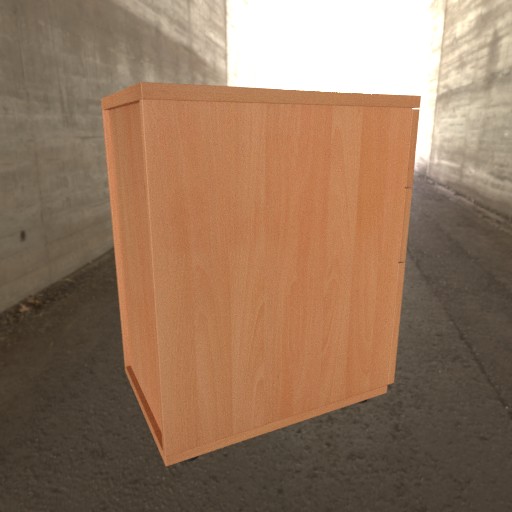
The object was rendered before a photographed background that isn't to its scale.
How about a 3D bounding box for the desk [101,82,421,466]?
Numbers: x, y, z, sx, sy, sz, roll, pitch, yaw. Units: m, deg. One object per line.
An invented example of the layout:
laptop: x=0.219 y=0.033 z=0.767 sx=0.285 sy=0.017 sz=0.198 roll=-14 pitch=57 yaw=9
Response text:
desk: x=0.000 y=0.000 z=1.080 sx=0.600 sy=0.730 sz=0.404 roll=-8 pitch=17 yaw=-26
